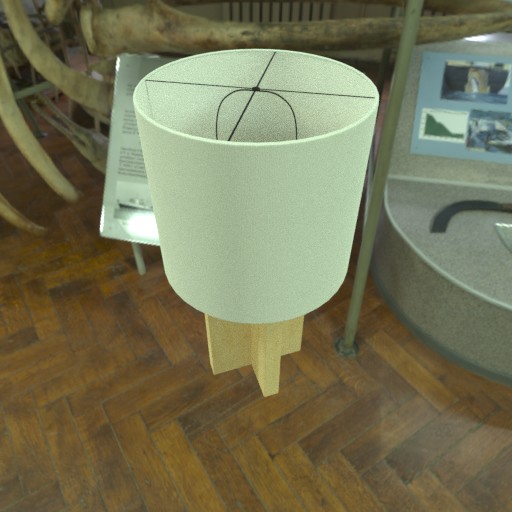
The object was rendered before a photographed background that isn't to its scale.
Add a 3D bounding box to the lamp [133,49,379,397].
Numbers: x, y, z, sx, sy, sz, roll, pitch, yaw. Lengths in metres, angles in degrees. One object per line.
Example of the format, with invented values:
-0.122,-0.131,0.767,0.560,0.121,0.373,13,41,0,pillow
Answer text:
0.000,0.000,0.560,0.229,0.428,0.229,-13,43,-14,lamp
